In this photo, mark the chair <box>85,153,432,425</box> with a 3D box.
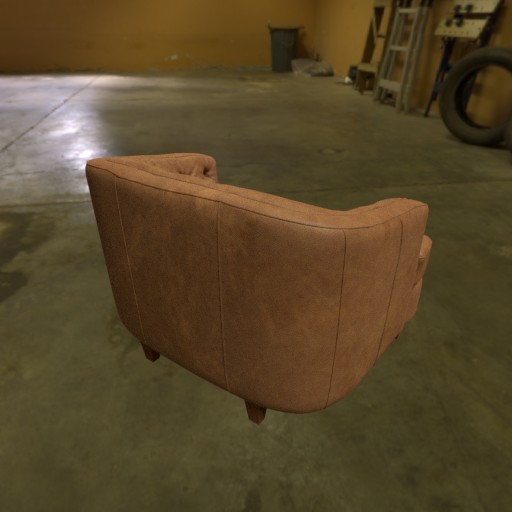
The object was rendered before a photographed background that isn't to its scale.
[{"bbox_3d":[0.000,0.000,1.743,1.119,0.836,0.911,19,34,31],"label":"chair"}]
